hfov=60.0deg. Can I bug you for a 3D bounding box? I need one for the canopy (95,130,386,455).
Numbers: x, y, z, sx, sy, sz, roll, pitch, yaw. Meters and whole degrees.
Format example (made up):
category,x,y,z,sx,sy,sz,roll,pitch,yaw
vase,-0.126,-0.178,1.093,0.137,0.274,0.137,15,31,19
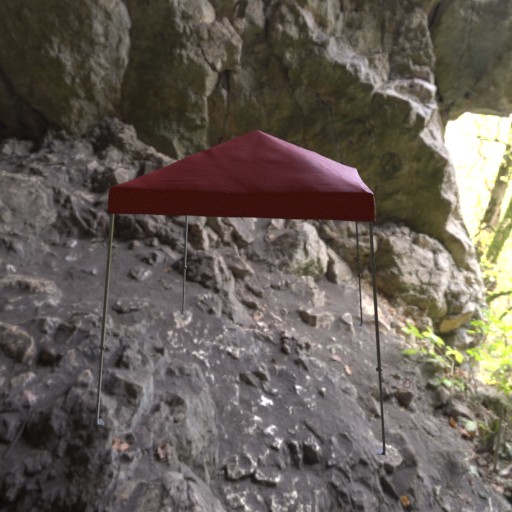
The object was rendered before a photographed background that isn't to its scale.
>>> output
category,x,y,z,sx,sy,sz,roll,pitch,yaw
canopy,0.000,0.000,5.208,2.848,2.849,2.849,2,16,8
